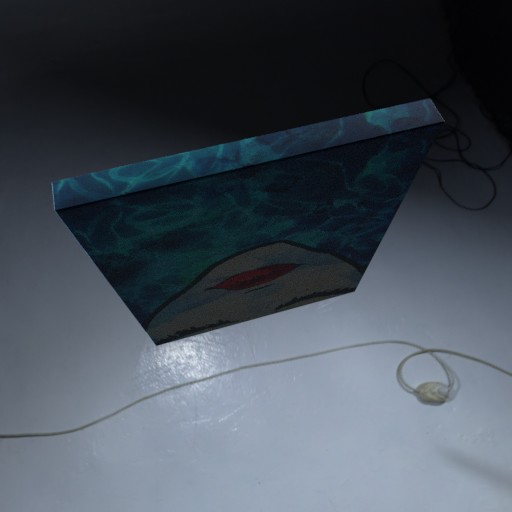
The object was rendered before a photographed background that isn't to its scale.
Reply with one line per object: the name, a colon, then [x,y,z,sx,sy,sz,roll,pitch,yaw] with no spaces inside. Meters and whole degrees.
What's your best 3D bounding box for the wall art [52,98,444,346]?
wall art: [0.000,0.000,0.707,0.432,0.508,0.038,-14,64,-7]
